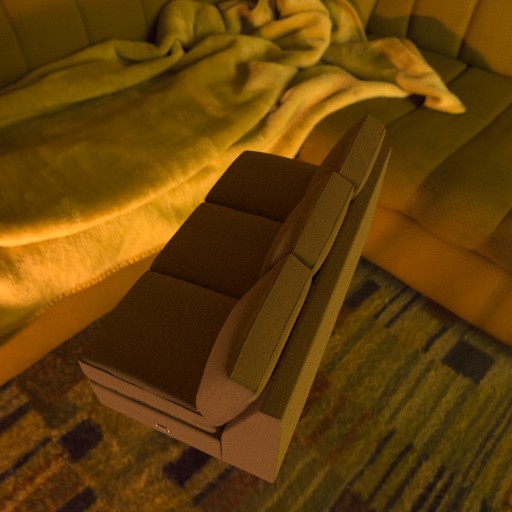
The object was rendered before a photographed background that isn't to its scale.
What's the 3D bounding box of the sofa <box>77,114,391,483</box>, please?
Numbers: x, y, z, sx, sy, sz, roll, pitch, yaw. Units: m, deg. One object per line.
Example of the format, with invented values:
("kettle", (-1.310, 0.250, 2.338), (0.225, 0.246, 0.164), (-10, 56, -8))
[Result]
("sofa", (0.000, 0.000, 2.725), (1.127, 1.036, 2.092), (17, 49, 16))
